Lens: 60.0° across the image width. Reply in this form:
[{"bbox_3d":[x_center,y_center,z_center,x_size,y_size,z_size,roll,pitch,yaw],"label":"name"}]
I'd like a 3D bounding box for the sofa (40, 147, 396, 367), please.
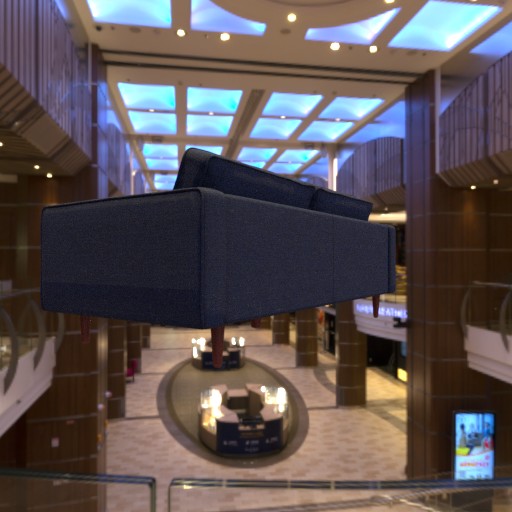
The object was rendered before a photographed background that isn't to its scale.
[{"bbox_3d":[0.000,0.000,2.340,0.914,0.762,1.880,0,-1,35],"label":"sofa"}]
